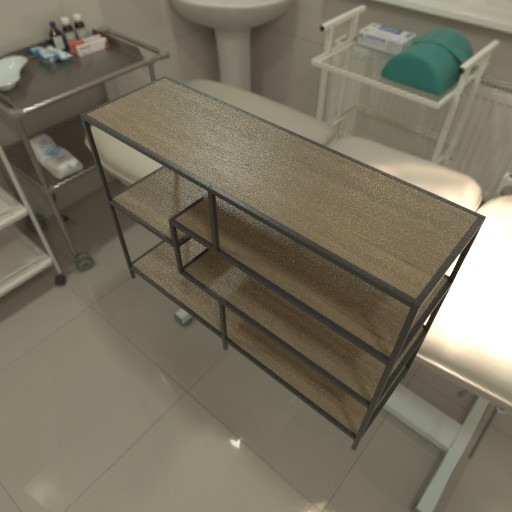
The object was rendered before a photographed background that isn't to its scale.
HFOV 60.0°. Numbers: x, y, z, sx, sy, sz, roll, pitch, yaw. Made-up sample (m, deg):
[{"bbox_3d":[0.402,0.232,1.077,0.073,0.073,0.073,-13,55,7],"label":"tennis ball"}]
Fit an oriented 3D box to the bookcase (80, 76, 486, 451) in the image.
[{"bbox_3d":[0.000,0.000,1.496,1.140,0.780,0.350,32,55,26],"label":"bookcase"}]
